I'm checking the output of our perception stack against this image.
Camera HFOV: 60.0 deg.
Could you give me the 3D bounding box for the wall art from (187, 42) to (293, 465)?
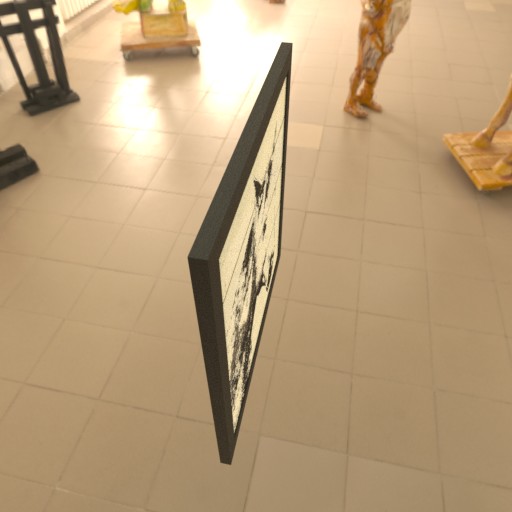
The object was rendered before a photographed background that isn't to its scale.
[{"bbox_3d":[0.000,0.000,1.494,0.038,1.016,1.016,9,47,8],"label":"wall art"}]
